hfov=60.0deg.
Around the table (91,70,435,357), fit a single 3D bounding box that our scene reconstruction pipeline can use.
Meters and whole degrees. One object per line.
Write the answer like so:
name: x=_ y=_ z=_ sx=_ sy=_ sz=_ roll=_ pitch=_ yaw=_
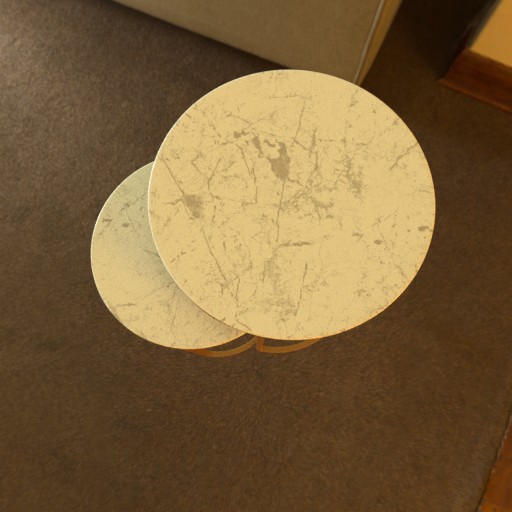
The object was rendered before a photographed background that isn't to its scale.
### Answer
table: x=0.000 y=0.000 z=0.880 sx=0.507 sy=0.550 sz=0.400 roll=-22 pitch=77 yaw=-5
